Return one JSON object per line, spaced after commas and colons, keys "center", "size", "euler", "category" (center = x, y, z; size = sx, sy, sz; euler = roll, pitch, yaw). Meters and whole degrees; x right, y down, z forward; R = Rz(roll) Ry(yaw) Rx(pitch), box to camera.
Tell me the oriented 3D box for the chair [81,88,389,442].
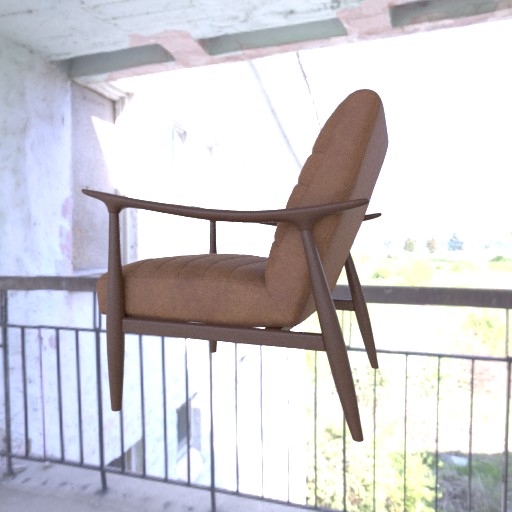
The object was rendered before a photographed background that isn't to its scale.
{"center": [0.000, 0.000, 1.423], "size": [0.798, 0.832, 0.741], "euler": [1, 2, 18], "category": "chair"}
